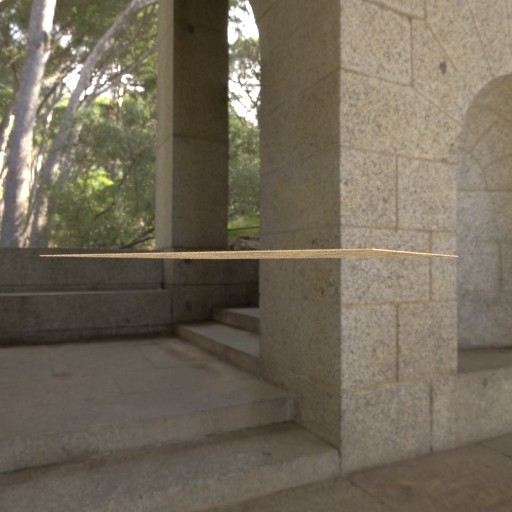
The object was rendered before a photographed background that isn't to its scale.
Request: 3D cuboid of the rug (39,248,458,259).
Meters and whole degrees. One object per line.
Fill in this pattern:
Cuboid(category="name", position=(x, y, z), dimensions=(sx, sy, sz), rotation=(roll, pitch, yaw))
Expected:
Cuboid(category="rug", position=(0.000, 0.000, 4.003), dimensions=(2.977, 0.008, 2.380), rotation=(-1, -1, 34))
